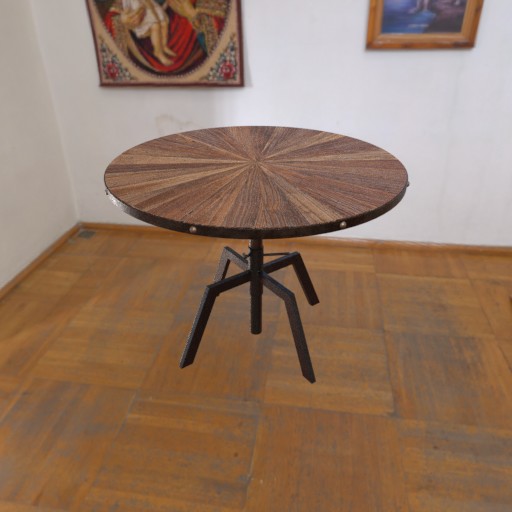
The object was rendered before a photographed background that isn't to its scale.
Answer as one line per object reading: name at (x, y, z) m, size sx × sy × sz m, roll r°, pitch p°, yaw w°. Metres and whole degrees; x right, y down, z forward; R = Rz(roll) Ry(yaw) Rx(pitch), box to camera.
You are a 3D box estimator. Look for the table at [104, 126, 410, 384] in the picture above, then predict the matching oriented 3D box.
table at (0.000, 0.000, 1.508) m, size 0.885 × 0.658 × 0.885 m, roll 0°, pitch 30°, yaw 0°
